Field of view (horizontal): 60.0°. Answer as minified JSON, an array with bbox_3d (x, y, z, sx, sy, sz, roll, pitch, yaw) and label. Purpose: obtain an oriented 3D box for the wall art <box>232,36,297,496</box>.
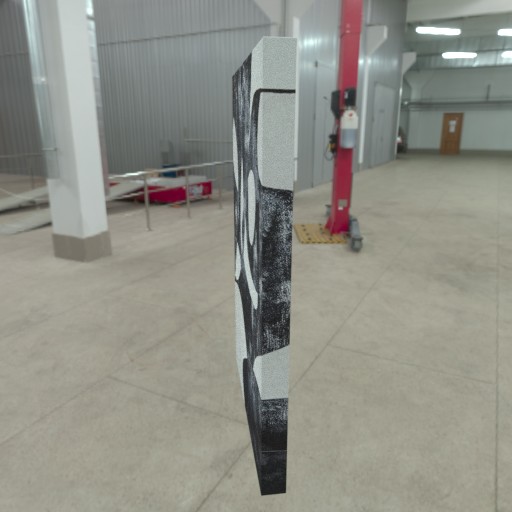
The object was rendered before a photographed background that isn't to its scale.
[{"bbox_3d":[0.000,0.000,0.756,0.039,0.610,0.407,-2,17,-7],"label":"wall art"}]
